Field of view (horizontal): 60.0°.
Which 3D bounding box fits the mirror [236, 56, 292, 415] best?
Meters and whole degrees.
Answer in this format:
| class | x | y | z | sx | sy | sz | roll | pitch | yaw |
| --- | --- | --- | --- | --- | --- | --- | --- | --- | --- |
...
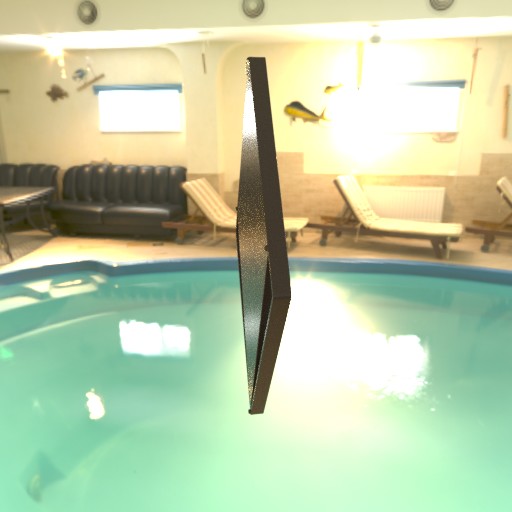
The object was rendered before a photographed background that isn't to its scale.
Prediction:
| class | x | y | z | sx | sy | sz | roll | pitch | yaw |
| --- | --- | --- | --- | --- | --- | --- | --- | --- | --- |
| mirror | 0.000 | 0.000 | 0.820 | 0.032 | 0.679 | 0.419 | -3 | 16 | -9 |
